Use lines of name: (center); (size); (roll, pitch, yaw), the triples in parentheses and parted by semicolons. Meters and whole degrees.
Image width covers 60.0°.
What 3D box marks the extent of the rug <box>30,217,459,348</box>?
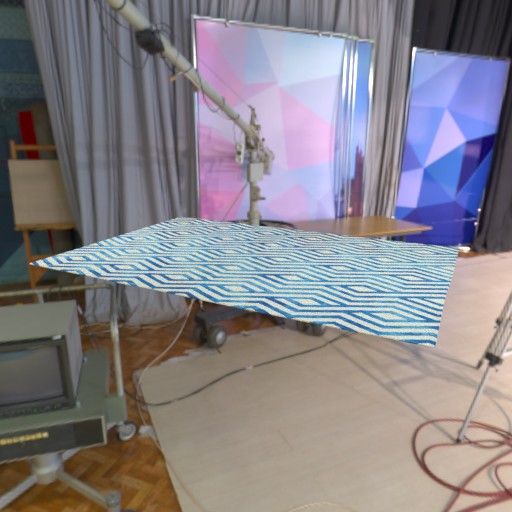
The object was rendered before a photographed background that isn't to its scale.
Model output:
rug: (0.000, 0.000, 2.256); (1.830, 0.008, 1.225); (8, 19, 26)
